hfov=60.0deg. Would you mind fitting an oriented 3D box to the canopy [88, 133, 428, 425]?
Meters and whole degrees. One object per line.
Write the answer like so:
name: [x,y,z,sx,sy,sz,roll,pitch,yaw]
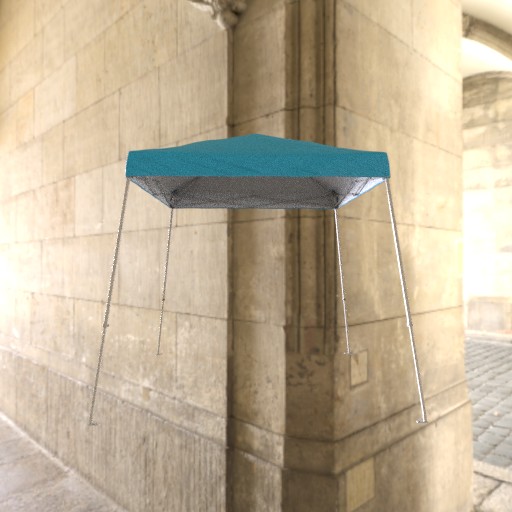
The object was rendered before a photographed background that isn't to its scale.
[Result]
canopy: [0.000,0.000,5.147,2.849,2.849,2.848,0,-1,-1]
